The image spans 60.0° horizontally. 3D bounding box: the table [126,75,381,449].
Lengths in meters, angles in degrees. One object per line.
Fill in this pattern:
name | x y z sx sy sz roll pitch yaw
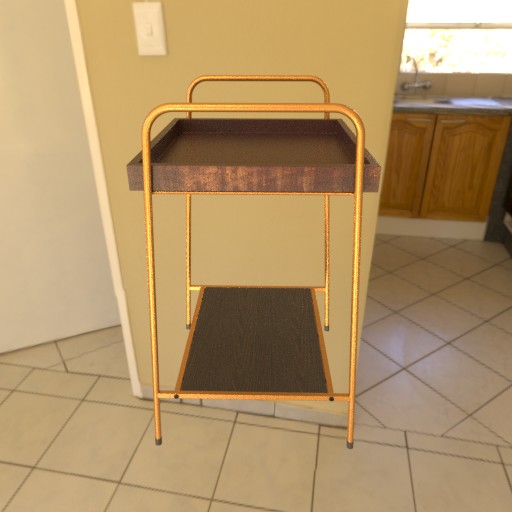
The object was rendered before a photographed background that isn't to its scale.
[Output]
table | 0.000 0.000 0.986 0.430 0.710 0.430 1 27 1
